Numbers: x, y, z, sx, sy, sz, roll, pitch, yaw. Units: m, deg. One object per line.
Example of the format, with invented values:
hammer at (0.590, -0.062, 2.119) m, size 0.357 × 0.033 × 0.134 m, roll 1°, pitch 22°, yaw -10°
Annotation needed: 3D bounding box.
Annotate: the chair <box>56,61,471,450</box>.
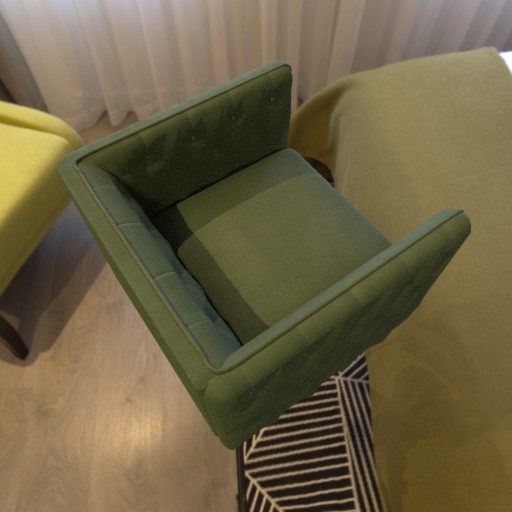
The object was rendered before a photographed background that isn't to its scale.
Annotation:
chair at (0.000, 0.000, 1.538) m, size 0.855 × 0.768 × 0.917 m, roll -31°, pitch 64°, yaw -18°
